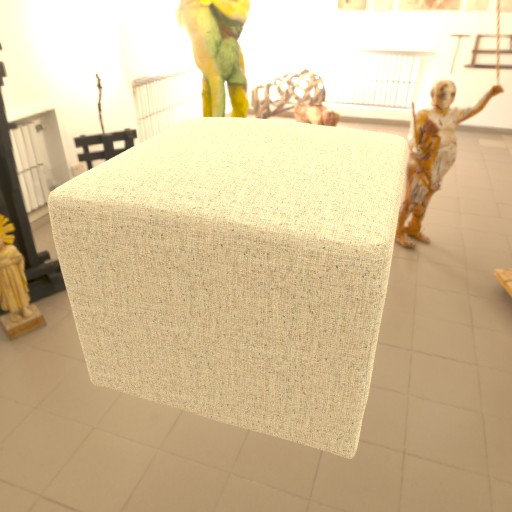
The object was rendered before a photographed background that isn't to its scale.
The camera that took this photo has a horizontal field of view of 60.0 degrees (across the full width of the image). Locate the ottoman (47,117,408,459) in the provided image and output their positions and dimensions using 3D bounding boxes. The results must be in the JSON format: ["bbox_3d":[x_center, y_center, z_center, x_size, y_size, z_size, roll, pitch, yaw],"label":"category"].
[{"bbox_3d":[0.000,0.000,0.887,0.512,0.453,0.521,10,32,16],"label":"ottoman"}]
